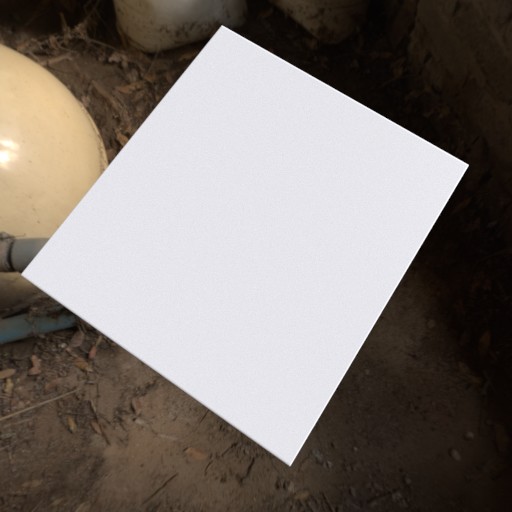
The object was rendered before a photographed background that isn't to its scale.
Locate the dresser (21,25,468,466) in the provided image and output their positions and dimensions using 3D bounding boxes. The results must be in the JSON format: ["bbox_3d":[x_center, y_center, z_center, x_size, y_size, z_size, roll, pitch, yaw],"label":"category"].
[{"bbox_3d":[0.000,0.000,0.727,0.400,0.360,0.430,33,78,8],"label":"dresser"}]
